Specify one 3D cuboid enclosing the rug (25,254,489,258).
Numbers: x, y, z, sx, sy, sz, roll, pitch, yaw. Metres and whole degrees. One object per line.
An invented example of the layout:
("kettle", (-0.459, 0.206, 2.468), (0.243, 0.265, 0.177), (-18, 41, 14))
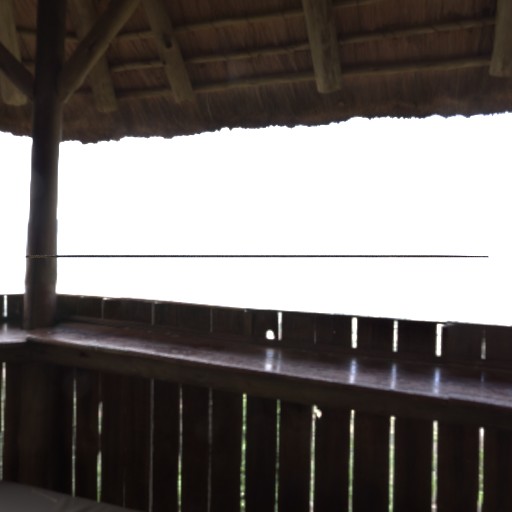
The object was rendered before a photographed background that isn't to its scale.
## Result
("rug", (0.000, 0.000, 2.524), (2.287, 0.011, 0.687), (0, 1, 1))
